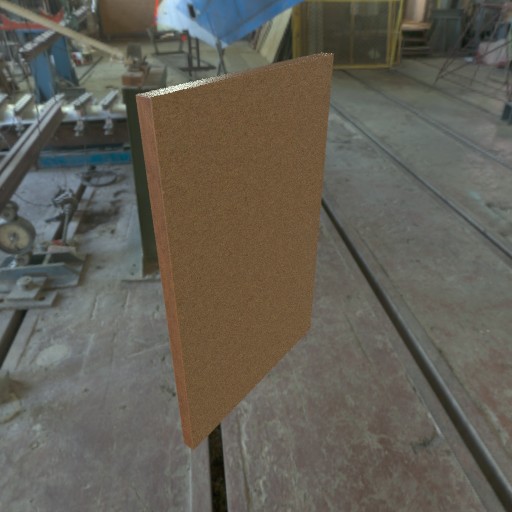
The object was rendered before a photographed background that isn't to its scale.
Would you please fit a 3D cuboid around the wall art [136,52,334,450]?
[{"bbox_3d":[0.000,0.000,1.165,0.037,0.914,0.610,22,38,31],"label":"wall art"}]
